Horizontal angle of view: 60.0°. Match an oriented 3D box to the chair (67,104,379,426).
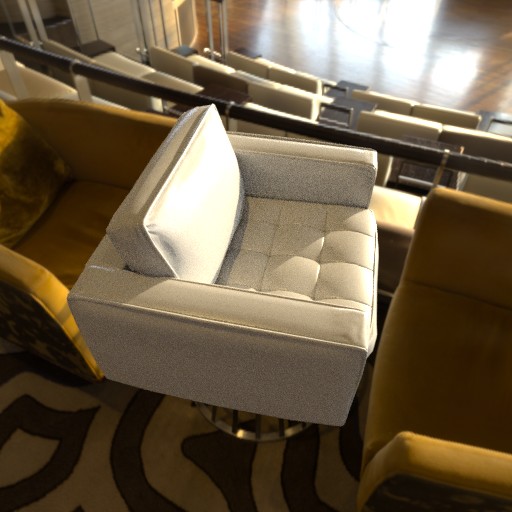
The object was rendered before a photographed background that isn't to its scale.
[{"bbox_3d":[0.000,0.000,1.527,0.843,0.773,0.928,9,46,9],"label":"chair"}]
